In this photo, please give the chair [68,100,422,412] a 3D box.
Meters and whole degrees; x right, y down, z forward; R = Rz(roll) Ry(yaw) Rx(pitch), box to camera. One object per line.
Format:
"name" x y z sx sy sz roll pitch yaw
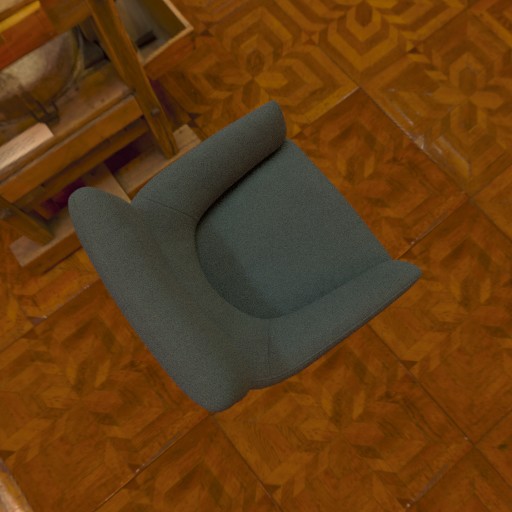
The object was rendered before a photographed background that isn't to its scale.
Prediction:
"chair" 0.000 0.000 1.409 0.761 0.813 0.738 -36 78 -9
